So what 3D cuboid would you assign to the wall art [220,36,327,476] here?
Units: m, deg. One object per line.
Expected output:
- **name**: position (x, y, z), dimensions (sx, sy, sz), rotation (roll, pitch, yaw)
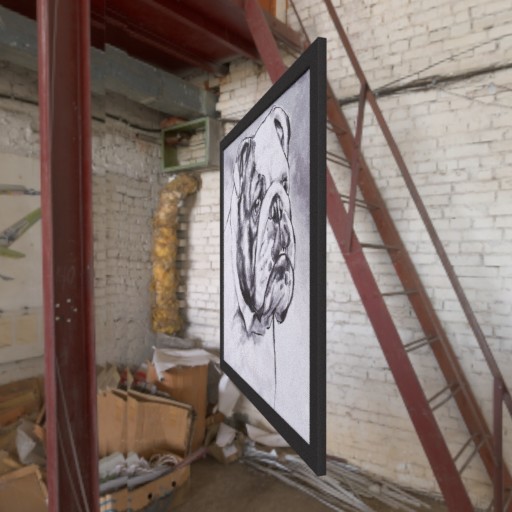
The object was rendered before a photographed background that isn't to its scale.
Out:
- **wall art**: position (0.000, 0.000, 0.831), dimensions (0.012, 0.558, 0.562), rotation (0, 0, -17)
